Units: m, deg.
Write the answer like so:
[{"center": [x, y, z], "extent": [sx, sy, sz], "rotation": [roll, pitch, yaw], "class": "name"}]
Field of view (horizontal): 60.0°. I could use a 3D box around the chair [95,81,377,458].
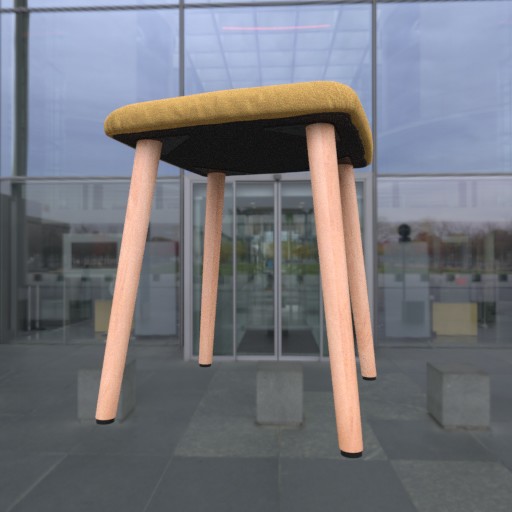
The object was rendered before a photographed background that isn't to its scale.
[{"center": [0.000, 0.000, 0.690], "extent": [0.350, 0.440, 0.350], "rotation": [0, 0, 18], "class": "chair"}]
